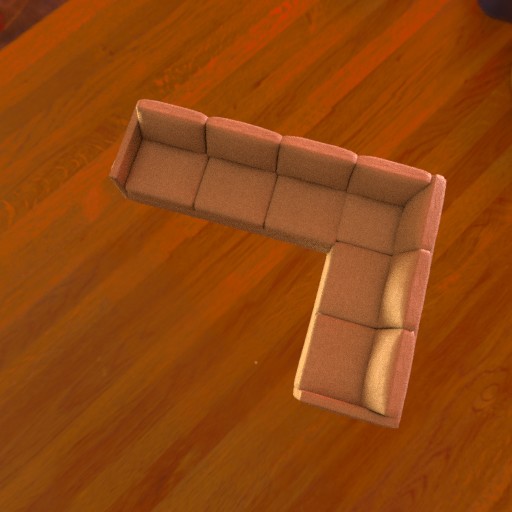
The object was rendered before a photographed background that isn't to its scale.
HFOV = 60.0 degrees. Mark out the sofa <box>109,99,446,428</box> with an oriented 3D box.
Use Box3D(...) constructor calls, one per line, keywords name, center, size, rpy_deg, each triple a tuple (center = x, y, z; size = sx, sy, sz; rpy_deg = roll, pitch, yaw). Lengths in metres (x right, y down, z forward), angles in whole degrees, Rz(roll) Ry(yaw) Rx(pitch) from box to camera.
Box3D(name="sofa", center=(0.000, 0.000, 4.525), size=(3.333, 0.934, 2.522), rpy_deg=(15, 77, 4))
